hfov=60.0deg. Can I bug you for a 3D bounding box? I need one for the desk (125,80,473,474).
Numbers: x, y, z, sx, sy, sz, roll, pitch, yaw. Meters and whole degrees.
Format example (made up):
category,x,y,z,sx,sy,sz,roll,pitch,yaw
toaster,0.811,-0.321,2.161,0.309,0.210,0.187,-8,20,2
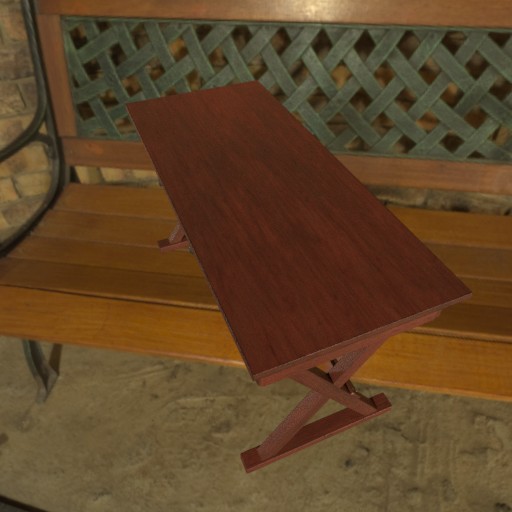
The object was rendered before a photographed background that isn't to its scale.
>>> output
category,x,y,z,sx,sy,sz,roll,pitch,yaw
desk,0.000,0.000,1.739,0.600,0.761,1.372,-17,47,-16
